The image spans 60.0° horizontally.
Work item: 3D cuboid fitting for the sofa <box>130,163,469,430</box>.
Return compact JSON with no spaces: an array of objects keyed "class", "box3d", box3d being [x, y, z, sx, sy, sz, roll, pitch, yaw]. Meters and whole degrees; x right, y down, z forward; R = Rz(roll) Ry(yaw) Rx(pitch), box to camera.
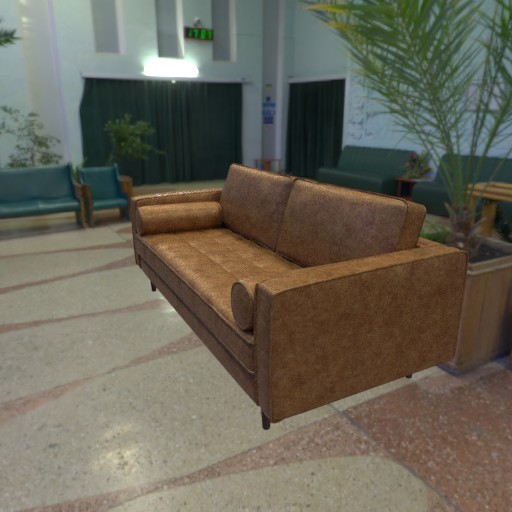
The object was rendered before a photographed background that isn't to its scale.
[{"class":"sofa","box3d":[0.000,0.000,2.384,0.924,0.825,1.920,-9,20,-26]}]
